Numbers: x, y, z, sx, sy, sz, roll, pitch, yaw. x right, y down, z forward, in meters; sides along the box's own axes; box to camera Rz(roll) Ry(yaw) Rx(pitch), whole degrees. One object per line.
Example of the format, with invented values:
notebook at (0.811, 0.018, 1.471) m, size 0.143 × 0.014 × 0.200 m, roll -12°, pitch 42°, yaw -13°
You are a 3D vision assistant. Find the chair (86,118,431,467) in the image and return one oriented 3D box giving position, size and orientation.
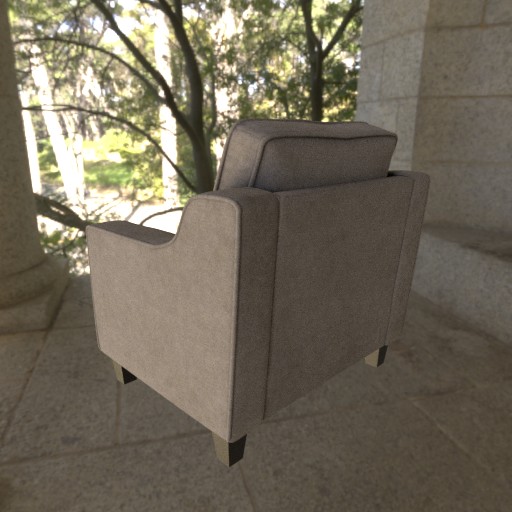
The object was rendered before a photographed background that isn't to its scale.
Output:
chair at (0.000, 0.000, 1.618) m, size 0.926 × 0.944 × 0.840 m, roll -15°, pitch 21°, yaw -42°
